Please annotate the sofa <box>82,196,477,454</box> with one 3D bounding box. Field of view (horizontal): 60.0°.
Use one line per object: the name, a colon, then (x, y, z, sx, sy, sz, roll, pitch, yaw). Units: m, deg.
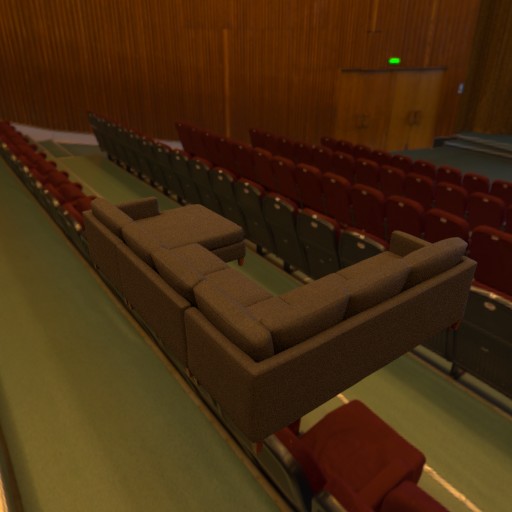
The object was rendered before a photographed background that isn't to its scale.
sofa: (0.000, 0.000, 4.735, 2.594, 0.961, 3.460, -19, 32, -32)
